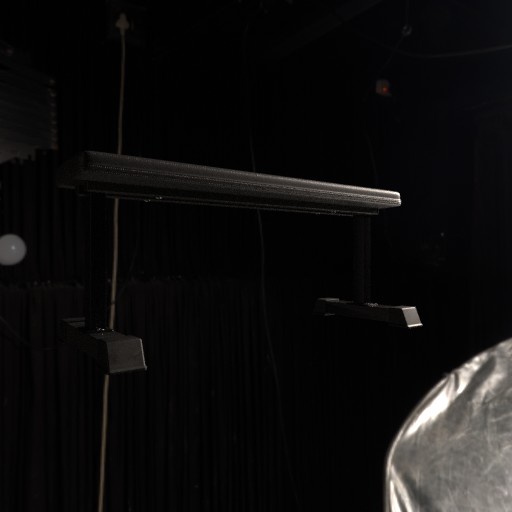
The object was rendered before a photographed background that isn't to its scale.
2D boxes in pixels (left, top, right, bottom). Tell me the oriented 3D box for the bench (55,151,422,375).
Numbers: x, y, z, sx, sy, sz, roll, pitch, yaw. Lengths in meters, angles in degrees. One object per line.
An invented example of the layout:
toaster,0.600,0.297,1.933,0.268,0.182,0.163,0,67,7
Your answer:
bench,0.000,0.000,1.315,1.072,0.453,0.439,0,0,-36
